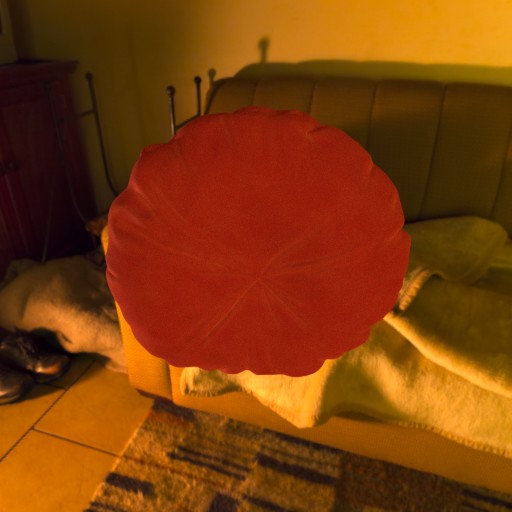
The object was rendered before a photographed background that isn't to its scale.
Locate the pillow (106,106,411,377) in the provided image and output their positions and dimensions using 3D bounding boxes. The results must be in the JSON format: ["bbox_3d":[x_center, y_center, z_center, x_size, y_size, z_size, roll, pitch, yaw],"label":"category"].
[{"bbox_3d":[0.000,0.000,0.631,0.428,0.407,0.148,-1,29,-2],"label":"pillow"}]
